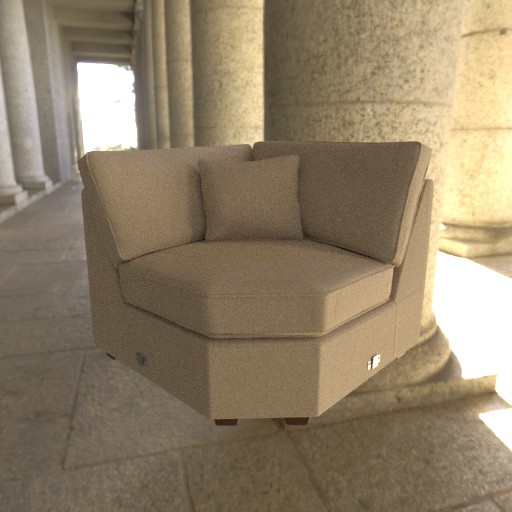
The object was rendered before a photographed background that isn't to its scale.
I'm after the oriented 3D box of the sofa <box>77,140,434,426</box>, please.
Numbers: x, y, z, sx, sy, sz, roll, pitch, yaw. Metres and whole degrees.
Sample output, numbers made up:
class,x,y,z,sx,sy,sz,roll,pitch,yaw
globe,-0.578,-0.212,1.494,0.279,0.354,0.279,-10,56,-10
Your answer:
class,x,y,z,sx,sy,sz,roll,pitch,yaw
sofa,0.000,0.000,1.845,1.042,0.937,1.050,14,19,43
